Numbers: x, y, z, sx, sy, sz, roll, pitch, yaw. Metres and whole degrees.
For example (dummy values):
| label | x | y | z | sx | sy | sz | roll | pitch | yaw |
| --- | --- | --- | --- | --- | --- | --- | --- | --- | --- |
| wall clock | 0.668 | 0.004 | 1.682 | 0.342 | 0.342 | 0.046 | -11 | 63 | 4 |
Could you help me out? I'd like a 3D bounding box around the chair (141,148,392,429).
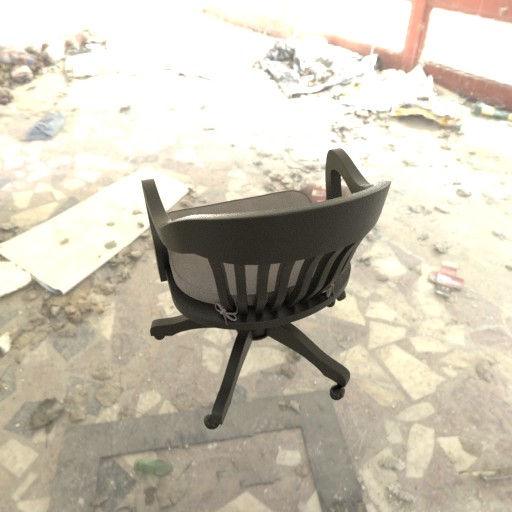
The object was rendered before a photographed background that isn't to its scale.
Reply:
| label | x | y | z | sx | sy | sz | roll | pitch | yaw |
| --- | --- | --- | --- | --- | --- | --- | --- | --- | --- |
| chair | 0.000 | 0.000 | 1.413 | 0.750 | 0.878 | 0.788 | -12 | 42 | -14 |
